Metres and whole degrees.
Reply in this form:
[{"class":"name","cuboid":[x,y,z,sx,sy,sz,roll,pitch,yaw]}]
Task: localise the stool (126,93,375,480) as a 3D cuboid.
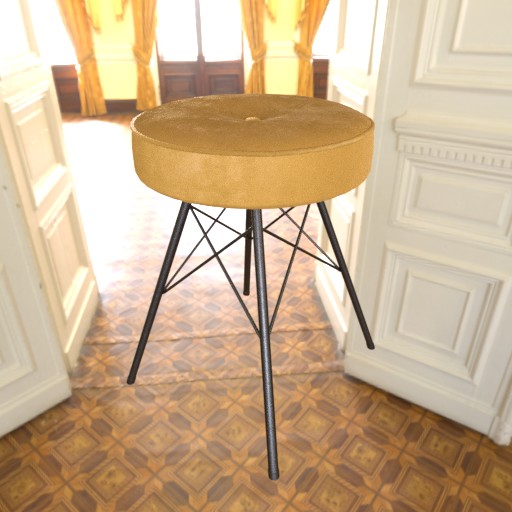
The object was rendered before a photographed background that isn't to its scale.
[{"class":"stool","cuboid":[0.000,0.000,0.925,0.438,0.595,0.472,21,36,33]}]
